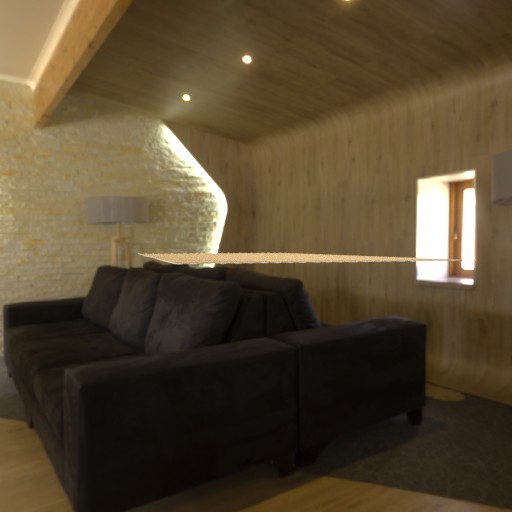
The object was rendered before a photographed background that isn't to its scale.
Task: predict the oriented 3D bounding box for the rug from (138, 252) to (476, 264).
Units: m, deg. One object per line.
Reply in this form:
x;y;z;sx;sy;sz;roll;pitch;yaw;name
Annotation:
0.000;0.000;2.594;1.222;0.009;2.084;0;1;-18;rug
